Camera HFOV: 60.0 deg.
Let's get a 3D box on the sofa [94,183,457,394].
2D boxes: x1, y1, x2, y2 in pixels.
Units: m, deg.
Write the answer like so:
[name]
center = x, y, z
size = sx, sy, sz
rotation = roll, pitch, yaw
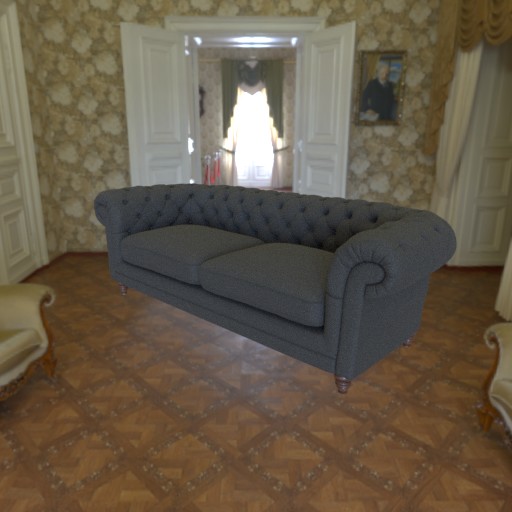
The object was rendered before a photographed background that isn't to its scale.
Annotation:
[sofa]
center = 0.000, 0.000, 2.808
size = 2.362, 0.762, 0.991
rotation = 14, 21, 42
